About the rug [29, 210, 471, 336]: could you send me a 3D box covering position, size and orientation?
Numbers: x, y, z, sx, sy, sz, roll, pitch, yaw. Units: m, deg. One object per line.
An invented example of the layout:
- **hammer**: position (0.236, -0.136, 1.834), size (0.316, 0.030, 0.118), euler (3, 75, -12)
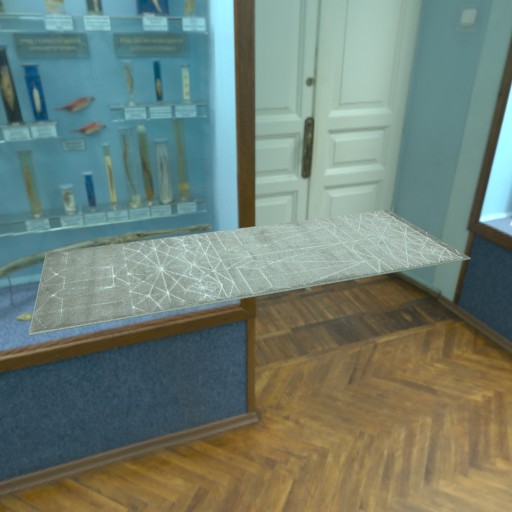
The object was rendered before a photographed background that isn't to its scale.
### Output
- **rug**: position (0.000, 0.000, 2.649), size (2.388, 0.012, 0.864), euler (-8, 27, -16)
